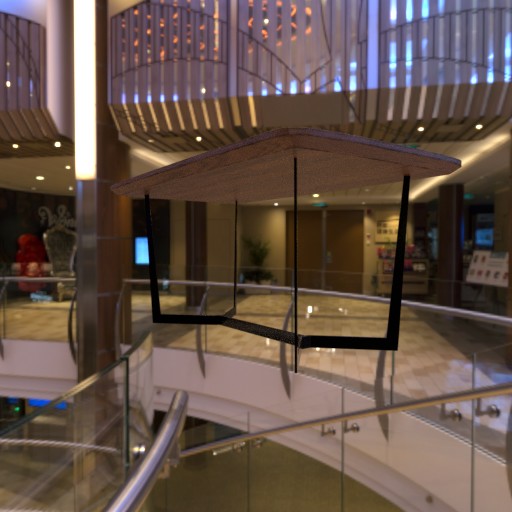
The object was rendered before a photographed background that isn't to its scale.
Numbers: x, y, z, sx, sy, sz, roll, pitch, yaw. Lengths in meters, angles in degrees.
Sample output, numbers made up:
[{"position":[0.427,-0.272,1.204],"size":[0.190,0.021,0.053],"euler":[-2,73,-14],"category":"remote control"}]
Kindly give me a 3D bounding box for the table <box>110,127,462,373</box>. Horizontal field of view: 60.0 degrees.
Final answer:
[{"position":[0.000,0.000,2.144],"size":[0.949,0.765,1.643],"euler":[-1,2,-36],"category":"table"}]
